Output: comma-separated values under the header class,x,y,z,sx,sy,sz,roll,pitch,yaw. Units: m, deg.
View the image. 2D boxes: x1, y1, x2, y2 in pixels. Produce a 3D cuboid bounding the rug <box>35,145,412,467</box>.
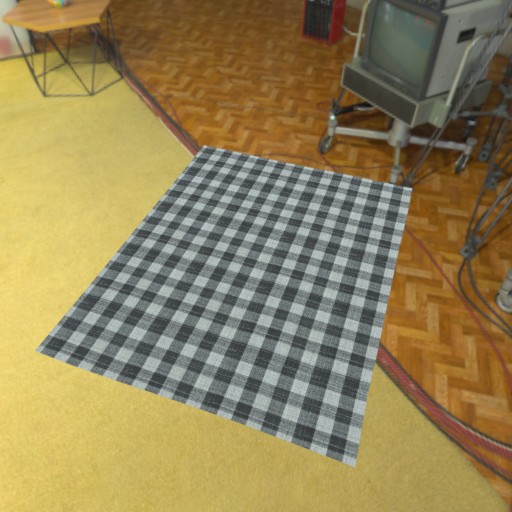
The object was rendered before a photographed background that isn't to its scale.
class,x,y,z,sx,sy,sz,roll,pitch,yaw
rug,0.000,0.000,4.019,2.432,0.013,3.021,15,48,14
